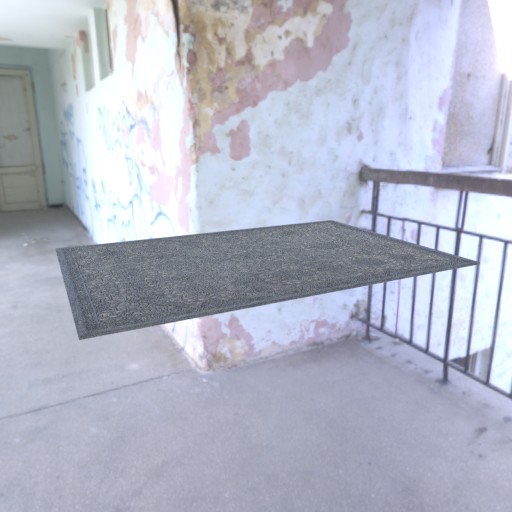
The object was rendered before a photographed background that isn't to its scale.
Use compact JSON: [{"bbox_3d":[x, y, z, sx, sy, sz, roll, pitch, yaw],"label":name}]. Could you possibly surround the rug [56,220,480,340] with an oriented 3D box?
[{"bbox_3d":[0.000,0.000,2.270,1.819,0.012,1.208,-8,17,-26],"label":"rug"}]
